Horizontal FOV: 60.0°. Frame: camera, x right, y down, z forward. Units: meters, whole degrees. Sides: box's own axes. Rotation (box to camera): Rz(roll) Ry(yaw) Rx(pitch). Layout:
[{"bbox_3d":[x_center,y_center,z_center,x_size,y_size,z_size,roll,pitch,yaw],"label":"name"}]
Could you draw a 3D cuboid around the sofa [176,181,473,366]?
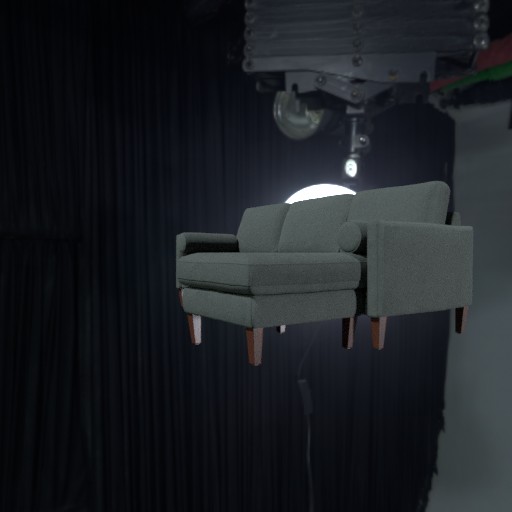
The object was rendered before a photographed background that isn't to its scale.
[{"bbox_3d":[0.000,0.000,2.963,1.506,0.876,2.178,0,1,-35],"label":"sofa"}]
